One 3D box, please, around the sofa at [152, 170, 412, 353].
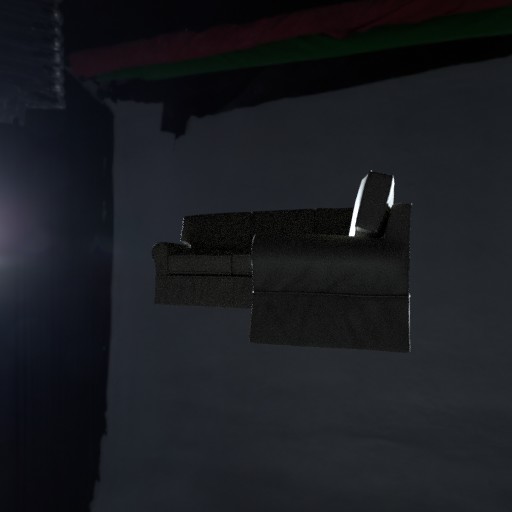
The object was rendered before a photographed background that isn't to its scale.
[{"bbox_3d":[0.000,0.000,4.076,2.618,1.081,2.623,0,0,17],"label":"sofa"}]
